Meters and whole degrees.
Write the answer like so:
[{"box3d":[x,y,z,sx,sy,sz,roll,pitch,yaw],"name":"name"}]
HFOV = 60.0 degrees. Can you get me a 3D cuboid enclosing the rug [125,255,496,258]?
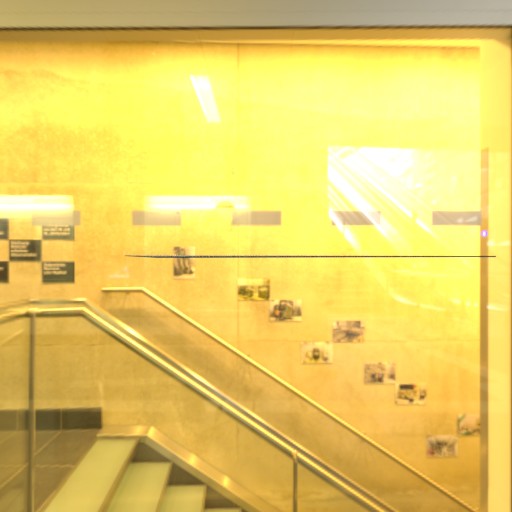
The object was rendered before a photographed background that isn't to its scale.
[{"box3d":[0.000,0.000,2.253,1.200,0.005,1.819,0,0,-19],"name":"rug"}]
